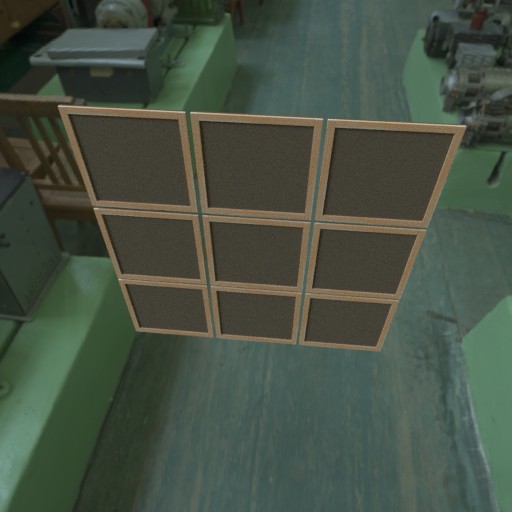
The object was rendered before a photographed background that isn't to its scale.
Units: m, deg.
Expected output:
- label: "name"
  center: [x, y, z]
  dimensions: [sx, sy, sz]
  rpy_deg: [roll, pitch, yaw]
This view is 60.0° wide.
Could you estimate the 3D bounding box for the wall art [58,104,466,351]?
- label: "wall art"
  center: [0.000, 0.000, 1.759]
  dimensions: [1.216, 1.218, 0.013]
  rpy_deg: [4, 47, 4]
